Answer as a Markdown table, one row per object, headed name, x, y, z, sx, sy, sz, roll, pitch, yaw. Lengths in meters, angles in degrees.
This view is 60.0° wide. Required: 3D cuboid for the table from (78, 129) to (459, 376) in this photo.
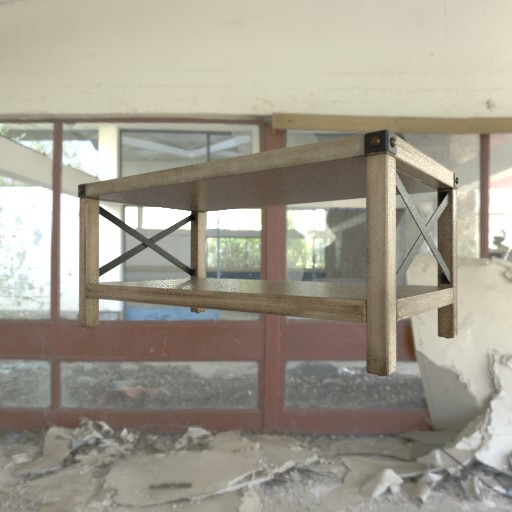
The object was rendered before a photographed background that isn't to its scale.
| name | x | y | z | sx | sy | sz | roll | pitch | yaw |
| --- | --- | --- | --- | --- | --- | --- | --- | --- | --- |
| table | 0.000 | 0.000 | 1.317 | 1.016 | 0.456 | 0.559 | 0 | -1 | 37 |
